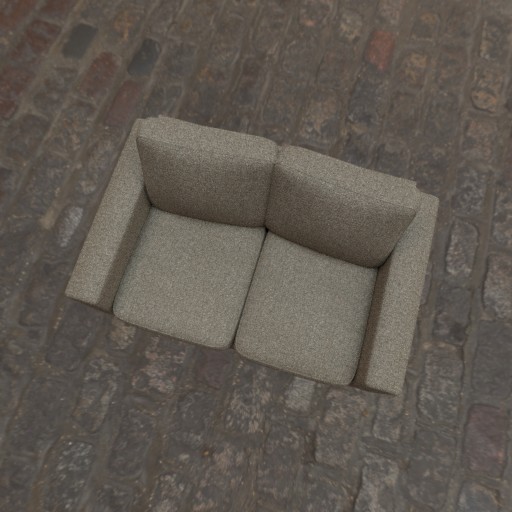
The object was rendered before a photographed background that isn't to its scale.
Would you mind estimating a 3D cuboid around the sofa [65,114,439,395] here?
[{"bbox_3d":[0.000,0.000,2.244,1.616,0.873,1.016,16,75,4],"label":"sofa"}]
